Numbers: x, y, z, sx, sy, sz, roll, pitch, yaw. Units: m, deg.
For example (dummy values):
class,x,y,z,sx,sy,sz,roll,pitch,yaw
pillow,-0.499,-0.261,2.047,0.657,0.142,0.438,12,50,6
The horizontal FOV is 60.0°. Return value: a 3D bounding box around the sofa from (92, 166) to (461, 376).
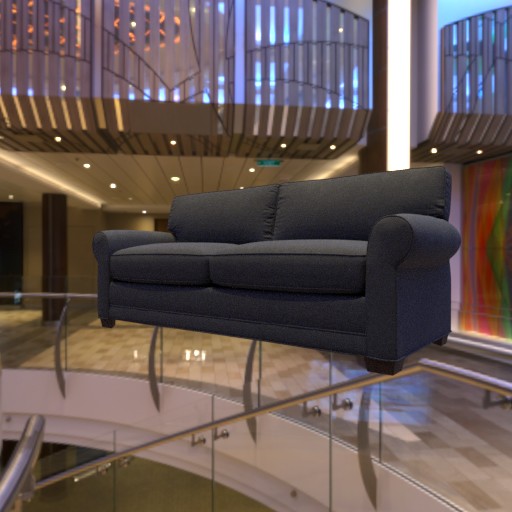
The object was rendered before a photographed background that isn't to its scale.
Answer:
class,x,y,z,sx,sy,sz,roll,pitch,yaw
sofa,0.000,0.000,2.895,2.391,1.026,0.954,0,0,37
